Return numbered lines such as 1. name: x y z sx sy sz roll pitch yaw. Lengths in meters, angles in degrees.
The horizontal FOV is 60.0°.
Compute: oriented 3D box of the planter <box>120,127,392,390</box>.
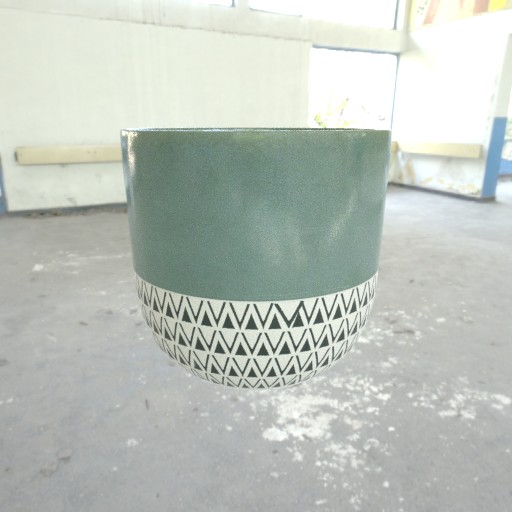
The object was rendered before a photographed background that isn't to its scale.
1. planter: 0.000 0.000 0.489 0.266 0.270 0.266 0 17 0
